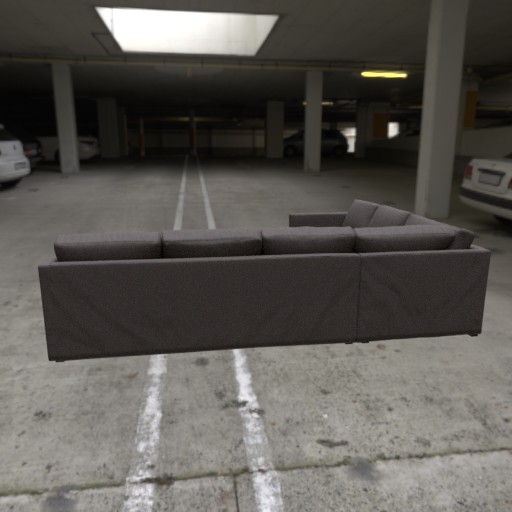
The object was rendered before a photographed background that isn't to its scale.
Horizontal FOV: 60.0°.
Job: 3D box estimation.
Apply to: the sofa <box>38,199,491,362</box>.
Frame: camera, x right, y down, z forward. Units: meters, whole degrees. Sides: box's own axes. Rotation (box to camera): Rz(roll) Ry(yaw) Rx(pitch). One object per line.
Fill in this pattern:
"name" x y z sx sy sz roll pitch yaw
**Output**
"sofa" 0.000 0.000 4.254 3.182 0.871 2.432 -2 13 -8
